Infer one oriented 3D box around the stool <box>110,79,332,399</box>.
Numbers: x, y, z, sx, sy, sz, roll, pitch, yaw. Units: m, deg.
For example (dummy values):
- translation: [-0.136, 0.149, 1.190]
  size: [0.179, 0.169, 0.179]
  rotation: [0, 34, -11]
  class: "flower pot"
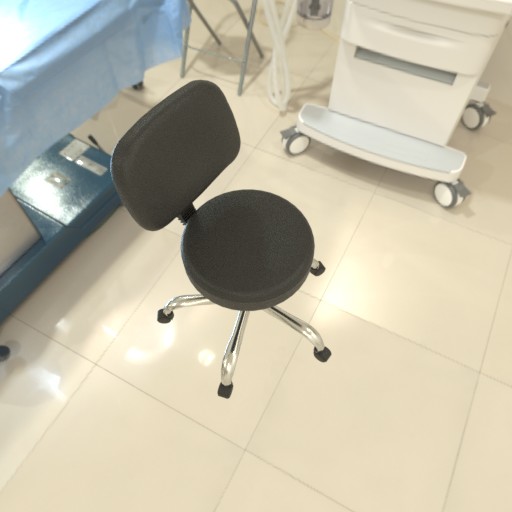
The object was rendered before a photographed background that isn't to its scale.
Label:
- translation: [0.000, 0.000, 1.368]
  size: [0.648, 0.862, 0.673]
  rotation: [30, 63, 18]
  class: "stool"
